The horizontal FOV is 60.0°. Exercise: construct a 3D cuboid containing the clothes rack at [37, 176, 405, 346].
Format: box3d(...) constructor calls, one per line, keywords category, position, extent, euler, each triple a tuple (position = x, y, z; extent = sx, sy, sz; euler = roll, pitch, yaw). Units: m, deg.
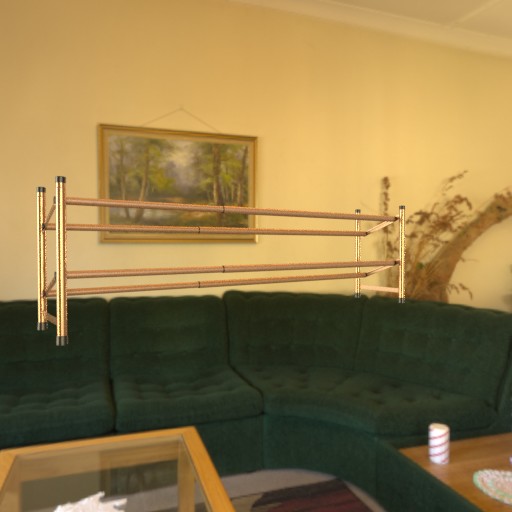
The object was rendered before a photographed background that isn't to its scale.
box3d(category="clothes rack", position=(0.000, 0.000, 1.337), extent=(1.168, 0.349, 0.229), euler=(-1, 2, -36))
